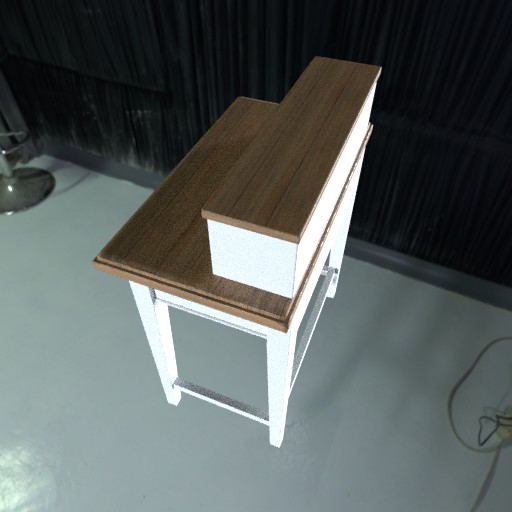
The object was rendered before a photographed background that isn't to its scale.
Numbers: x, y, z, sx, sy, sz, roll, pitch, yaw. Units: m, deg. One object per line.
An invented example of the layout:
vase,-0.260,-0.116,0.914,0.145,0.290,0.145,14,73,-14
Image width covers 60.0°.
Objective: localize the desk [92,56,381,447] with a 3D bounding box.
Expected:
desk,0.000,0.000,1.399,0.462,0.981,0.814,16,49,15
